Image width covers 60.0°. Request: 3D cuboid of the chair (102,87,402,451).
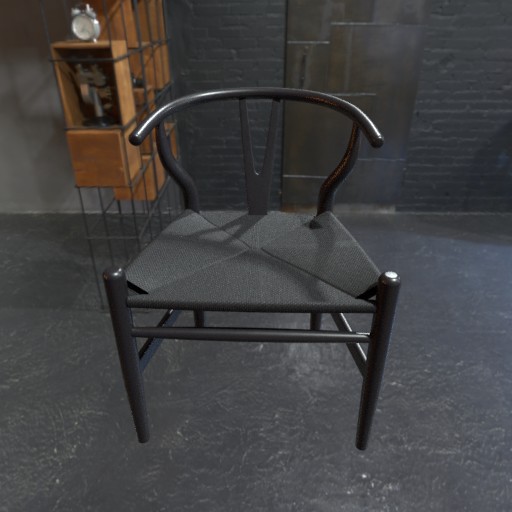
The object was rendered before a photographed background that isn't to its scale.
[{"bbox_3d":[0.000,0.000,1.126,0.569,0.730,0.579,1,29,2],"label":"chair"}]
